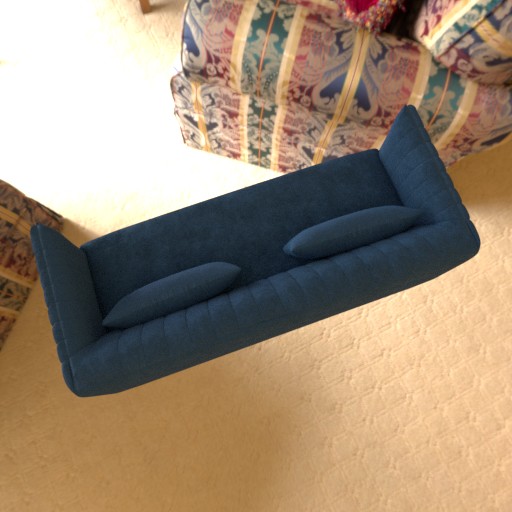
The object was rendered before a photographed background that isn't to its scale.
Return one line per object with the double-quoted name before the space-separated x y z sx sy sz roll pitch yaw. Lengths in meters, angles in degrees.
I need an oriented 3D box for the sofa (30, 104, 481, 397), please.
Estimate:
"sofa" 0.000 0.000 2.501 2.136 0.793 0.896 -19 76 -5
